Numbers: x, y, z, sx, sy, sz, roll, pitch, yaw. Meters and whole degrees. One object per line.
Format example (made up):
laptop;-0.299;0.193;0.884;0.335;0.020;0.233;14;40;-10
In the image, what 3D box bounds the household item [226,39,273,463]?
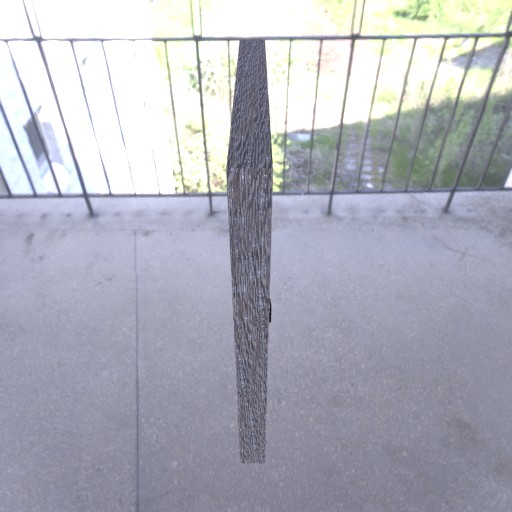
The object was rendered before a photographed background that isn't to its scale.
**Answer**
household item;0.000;0.000;0.276;0.020;0.210;0.160;0;40;0
